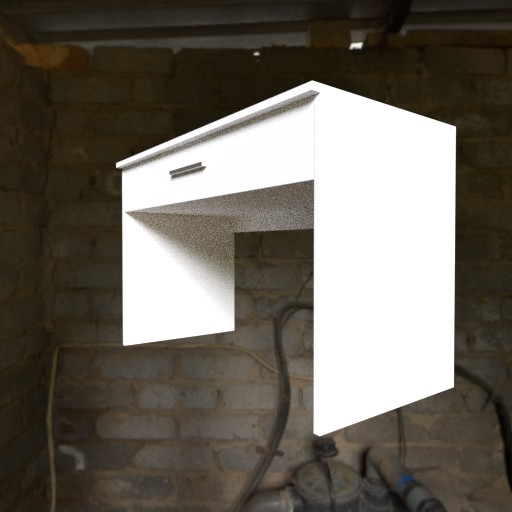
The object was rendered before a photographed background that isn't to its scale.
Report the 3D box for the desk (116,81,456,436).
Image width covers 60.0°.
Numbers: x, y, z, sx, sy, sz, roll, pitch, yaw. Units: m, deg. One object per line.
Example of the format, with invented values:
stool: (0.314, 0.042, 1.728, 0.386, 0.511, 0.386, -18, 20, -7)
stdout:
desk: (0.000, 0.000, 1.507, 0.560, 0.730, 1.100, -1, 1, -38)
